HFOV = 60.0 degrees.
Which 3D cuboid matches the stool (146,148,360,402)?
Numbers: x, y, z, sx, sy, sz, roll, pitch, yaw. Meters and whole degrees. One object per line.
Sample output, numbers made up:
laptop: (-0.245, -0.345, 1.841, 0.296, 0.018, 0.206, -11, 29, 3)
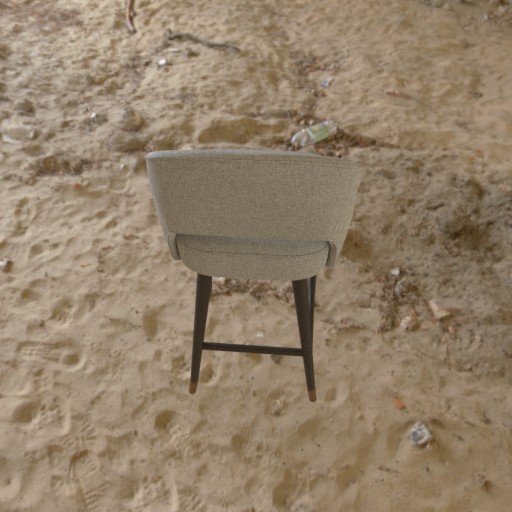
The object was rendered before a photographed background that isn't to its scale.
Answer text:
stool: (0.000, 0.000, 1.317, 0.494, 1.037, 0.509, 3, 47, 3)
